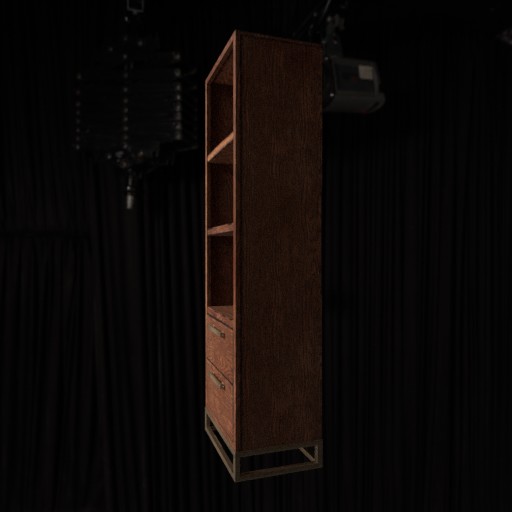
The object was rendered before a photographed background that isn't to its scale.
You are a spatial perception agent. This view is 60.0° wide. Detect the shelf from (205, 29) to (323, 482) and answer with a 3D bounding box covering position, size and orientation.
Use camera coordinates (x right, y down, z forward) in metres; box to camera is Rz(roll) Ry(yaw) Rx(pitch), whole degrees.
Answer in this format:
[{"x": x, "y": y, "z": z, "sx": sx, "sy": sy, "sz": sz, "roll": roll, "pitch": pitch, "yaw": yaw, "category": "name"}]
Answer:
[{"x": 0.000, "y": 0.000, "z": 2.004, "sx": 0.395, "sy": 1.732, "sz": 0.539, "roll": 0, "pitch": 0, "yaw": -19, "category": "shelf"}]
